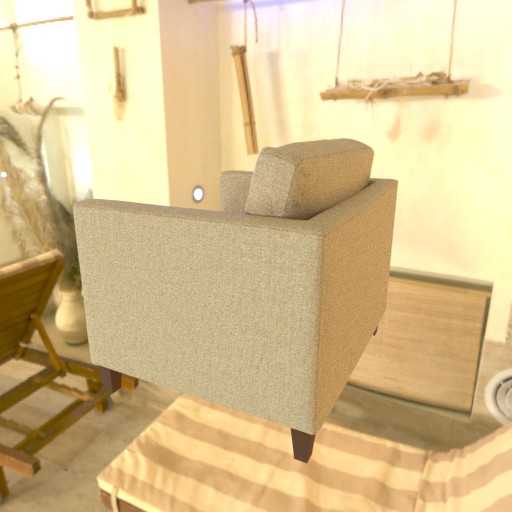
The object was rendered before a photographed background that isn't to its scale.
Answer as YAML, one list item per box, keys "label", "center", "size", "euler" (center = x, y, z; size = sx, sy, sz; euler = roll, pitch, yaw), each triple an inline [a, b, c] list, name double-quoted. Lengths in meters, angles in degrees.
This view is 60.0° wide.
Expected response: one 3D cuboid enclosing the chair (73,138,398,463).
- label: "chair"
  center: [0.000, 0.000, 1.870]
  size: [0.959, 0.961, 1.107]
  euler: [9, 19, 26]
